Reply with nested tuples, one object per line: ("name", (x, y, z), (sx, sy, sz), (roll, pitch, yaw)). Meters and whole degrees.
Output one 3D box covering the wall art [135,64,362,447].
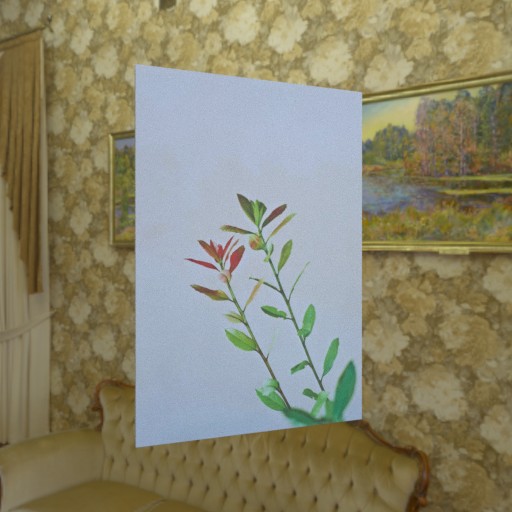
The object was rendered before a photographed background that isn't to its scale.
("wall art", (0.000, 0.000, 1.452), (0.764, 1.143, 0.038), (0, 0, -17))
